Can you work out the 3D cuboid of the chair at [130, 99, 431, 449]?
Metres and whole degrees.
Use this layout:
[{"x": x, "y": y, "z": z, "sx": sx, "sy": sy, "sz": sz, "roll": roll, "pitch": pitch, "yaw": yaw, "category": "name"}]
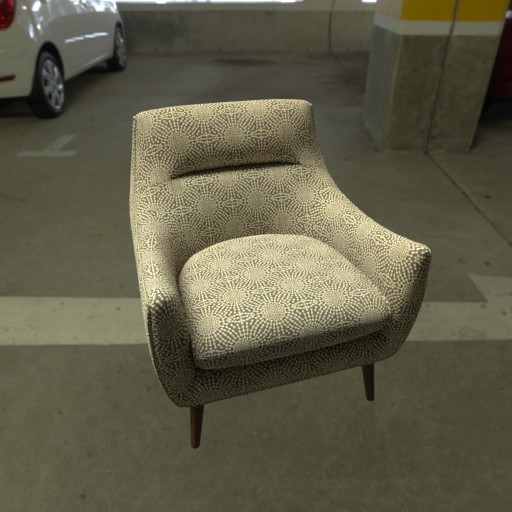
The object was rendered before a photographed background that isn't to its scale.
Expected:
[{"x": 0.000, "y": 0.000, "z": 1.458, "sx": 0.762, "sy": 0.838, "sz": 0.787, "roll": -9, "pitch": 33, "yaw": -15, "category": "chair"}]
